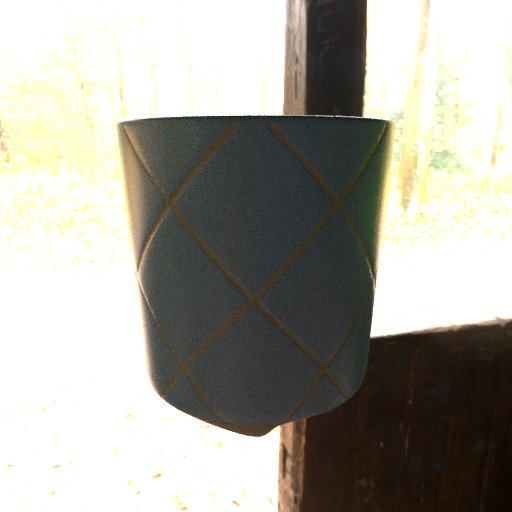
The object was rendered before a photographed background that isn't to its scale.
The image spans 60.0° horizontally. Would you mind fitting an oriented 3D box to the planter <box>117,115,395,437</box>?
[{"bbox_3d":[0.000,0.000,0.407,0.227,0.235,0.227,0,14,0],"label":"planter"}]
